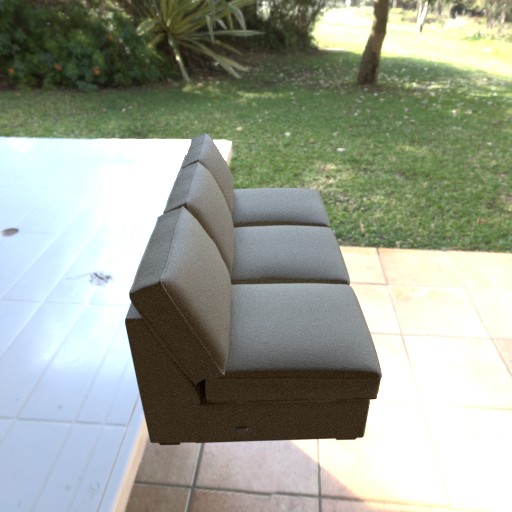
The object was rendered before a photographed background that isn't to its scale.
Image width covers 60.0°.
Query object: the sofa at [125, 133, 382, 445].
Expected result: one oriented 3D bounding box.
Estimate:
[{"bbox_3d":[0.000,0.000,2.604,1.027,0.973,1.962,-1,31,-1],"label":"sofa"}]
